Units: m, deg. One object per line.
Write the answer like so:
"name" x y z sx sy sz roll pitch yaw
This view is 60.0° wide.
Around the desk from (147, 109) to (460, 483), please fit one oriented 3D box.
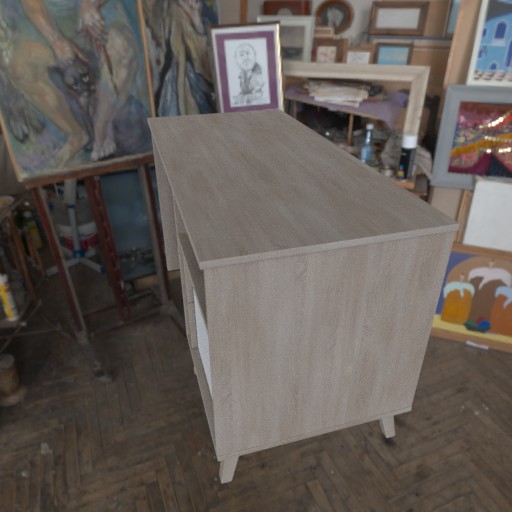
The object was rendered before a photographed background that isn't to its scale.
"desk" 0.000 0.000 1.648 0.600 0.770 1.251 -9 31 -14
